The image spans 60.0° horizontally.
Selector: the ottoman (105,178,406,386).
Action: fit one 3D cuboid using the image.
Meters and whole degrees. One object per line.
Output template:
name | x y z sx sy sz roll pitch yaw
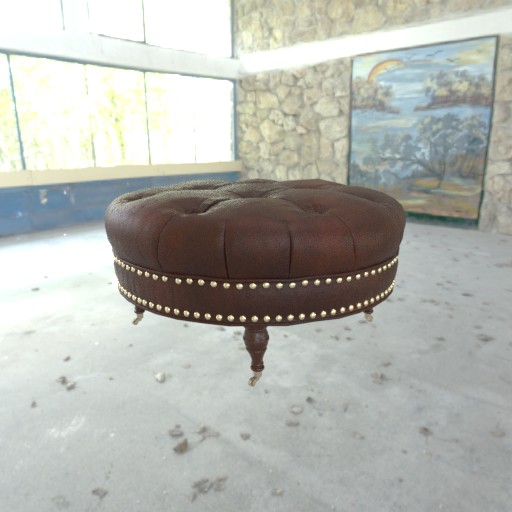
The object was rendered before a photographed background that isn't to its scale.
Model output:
ottoman | 0.000 0.000 1.399 0.901 0.455 0.901 0 15 0
